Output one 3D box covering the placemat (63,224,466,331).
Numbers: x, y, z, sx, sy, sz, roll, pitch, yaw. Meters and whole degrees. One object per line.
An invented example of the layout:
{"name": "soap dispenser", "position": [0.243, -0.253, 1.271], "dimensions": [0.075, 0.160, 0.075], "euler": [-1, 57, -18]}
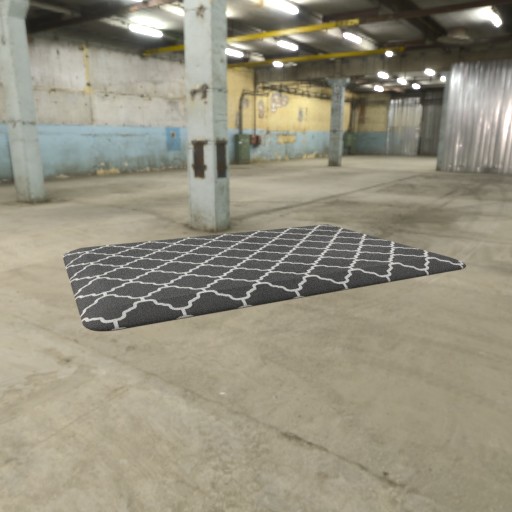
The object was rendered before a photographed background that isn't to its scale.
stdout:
{"name": "placemat", "position": [0.000, 0.000, 0.976], "dimensions": [0.762, 0.021, 0.508], "euler": [-7, 16, -26]}
